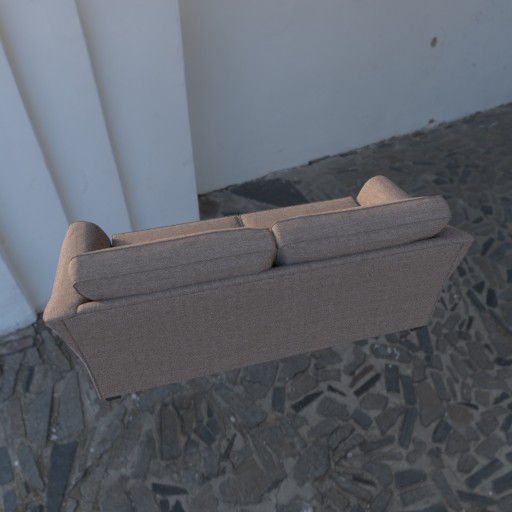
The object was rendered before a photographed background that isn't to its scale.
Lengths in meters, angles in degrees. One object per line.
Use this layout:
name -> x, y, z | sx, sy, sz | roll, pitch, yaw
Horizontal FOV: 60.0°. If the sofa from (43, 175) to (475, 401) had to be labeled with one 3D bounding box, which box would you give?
sofa -> 0.000, 0.000, 2.738 | 2.270, 0.965, 0.980 | -10, 43, -11
